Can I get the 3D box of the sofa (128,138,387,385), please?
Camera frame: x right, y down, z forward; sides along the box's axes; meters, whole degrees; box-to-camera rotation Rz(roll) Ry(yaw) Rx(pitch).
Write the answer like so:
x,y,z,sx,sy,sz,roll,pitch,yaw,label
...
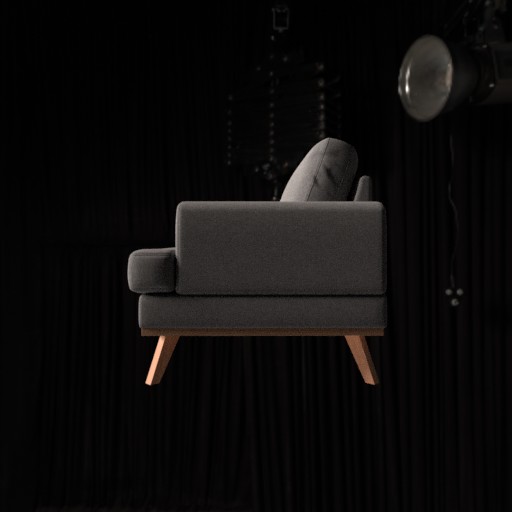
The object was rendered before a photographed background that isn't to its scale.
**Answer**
x,y,z,sx,sy,sz,roll,pitch,yaw,label
0.000,0.000,2.132,0.785,0.810,1.650,0,-1,0,sofa
